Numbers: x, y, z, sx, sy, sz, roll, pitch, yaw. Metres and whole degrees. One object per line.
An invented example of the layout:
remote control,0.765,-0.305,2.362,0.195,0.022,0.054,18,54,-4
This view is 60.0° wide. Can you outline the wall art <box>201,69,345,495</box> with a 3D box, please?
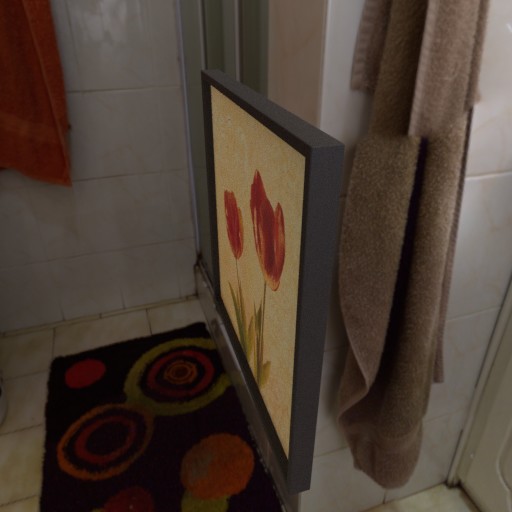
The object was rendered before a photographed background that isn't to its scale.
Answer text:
wall art,0.000,0.000,0.500,0.038,0.349,0.349,-9,31,-15
